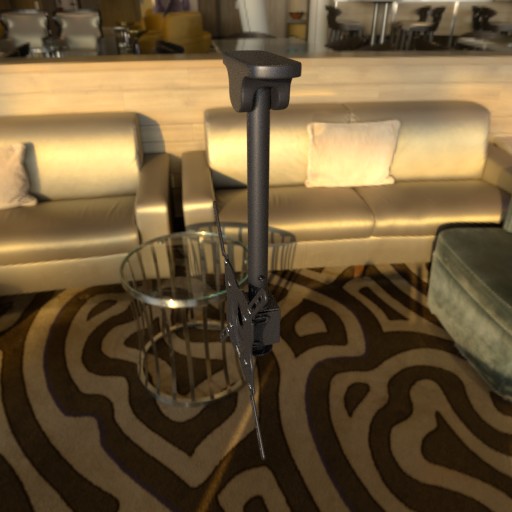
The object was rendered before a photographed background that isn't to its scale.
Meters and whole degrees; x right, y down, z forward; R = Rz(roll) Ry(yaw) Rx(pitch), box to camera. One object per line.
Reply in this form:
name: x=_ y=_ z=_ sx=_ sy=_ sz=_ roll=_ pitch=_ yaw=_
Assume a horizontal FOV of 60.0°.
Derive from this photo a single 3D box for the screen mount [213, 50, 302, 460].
screen mount: x=0.000 y=0.000 z=0.883 sx=0.090 sy=0.729 sz=0.393 roll=-9 pitch=31 yaw=-14
